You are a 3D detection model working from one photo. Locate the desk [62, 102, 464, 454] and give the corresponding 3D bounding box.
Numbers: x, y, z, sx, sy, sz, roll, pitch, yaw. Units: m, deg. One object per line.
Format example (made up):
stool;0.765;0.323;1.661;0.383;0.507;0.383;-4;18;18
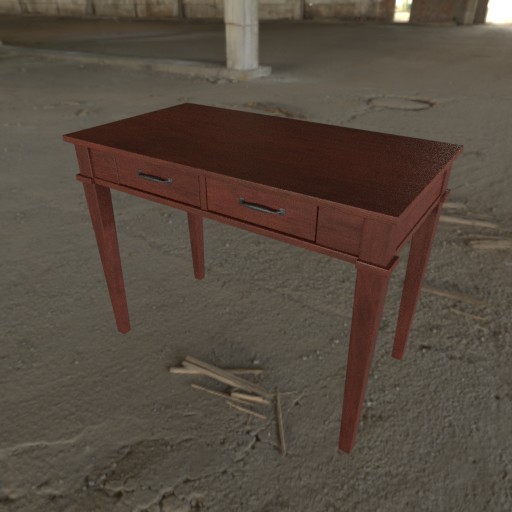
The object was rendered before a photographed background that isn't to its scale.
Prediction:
desk;0.000;0.000;1.447;1.001;0.762;0.549;19;35;29
